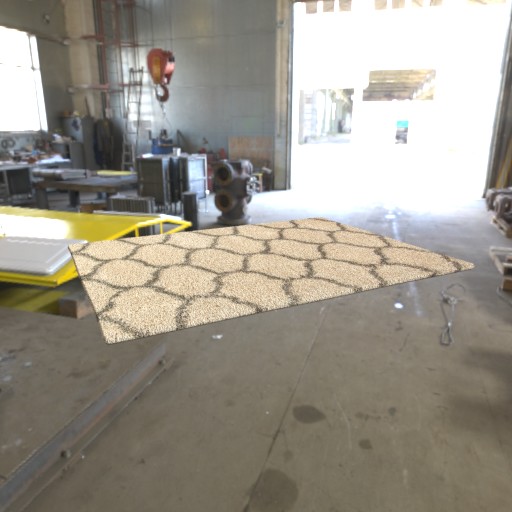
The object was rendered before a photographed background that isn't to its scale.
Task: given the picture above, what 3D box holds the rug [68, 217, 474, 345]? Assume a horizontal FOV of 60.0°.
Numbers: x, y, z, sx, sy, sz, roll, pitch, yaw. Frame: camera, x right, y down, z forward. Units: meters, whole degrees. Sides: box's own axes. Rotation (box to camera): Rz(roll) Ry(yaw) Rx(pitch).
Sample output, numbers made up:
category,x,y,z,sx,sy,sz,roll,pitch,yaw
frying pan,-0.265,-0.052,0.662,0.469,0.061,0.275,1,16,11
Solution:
category,x,y,z,sx,sy,sz,roll,pitch,yaw
rug,0.000,0.000,2.149,1.600,0.025,1.200,-8,18,-26
